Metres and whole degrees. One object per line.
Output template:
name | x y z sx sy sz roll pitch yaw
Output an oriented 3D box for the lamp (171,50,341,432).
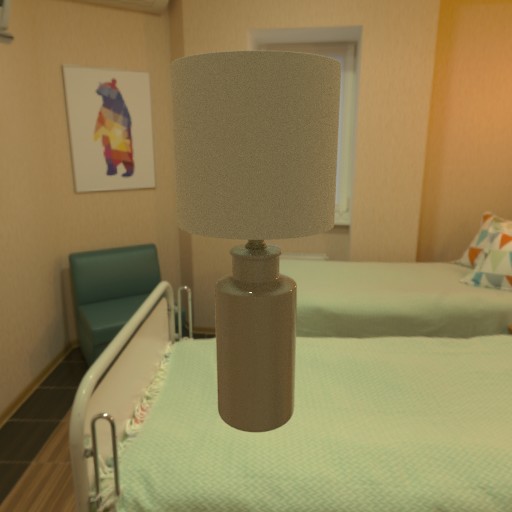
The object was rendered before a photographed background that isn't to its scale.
lamp | 0.000 0.000 0.621 0.212 0.493 0.212 -8 16 -27
